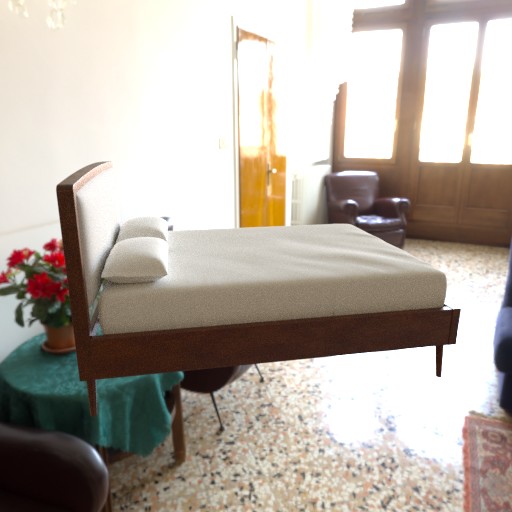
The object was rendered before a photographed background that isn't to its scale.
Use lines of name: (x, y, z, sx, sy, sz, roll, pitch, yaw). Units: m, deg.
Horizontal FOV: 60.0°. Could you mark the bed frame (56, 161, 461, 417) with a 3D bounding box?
bed frame: (0.000, 0.000, 3.136, 2.171, 1.279, 1.587, -3, 16, -11)
